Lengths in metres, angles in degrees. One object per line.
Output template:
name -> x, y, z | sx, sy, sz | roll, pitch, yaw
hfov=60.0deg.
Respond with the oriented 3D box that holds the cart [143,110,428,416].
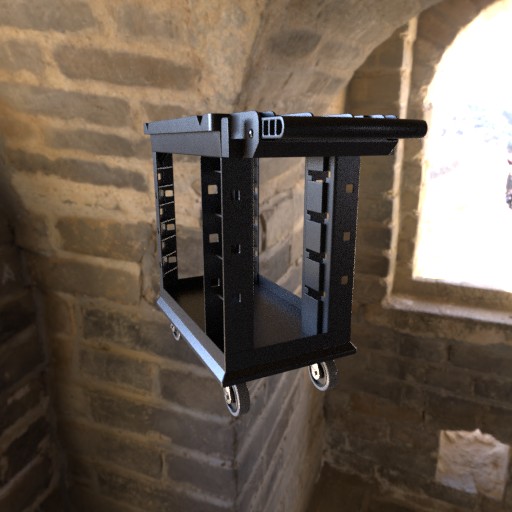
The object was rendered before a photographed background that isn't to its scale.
cart -> 0.000, 0.000, 1.501 | 0.497, 0.884, 1.061 | -7, 16, -26
